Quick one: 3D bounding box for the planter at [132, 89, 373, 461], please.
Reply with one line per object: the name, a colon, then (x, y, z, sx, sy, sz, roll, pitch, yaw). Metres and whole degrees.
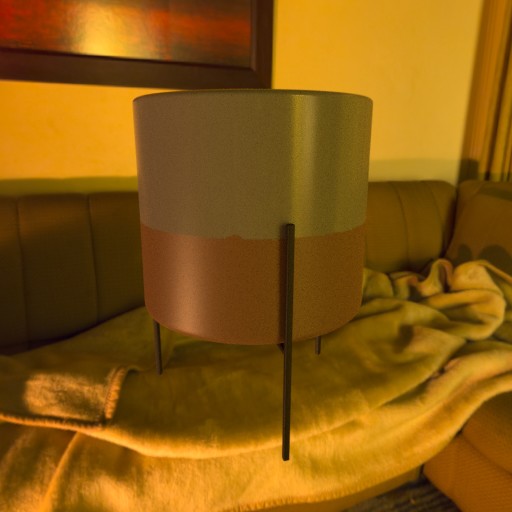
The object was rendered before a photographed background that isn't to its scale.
planter: (0.000, 0.000, 0.720, 0.360, 0.480, 0.348, -15, 21, -43)
